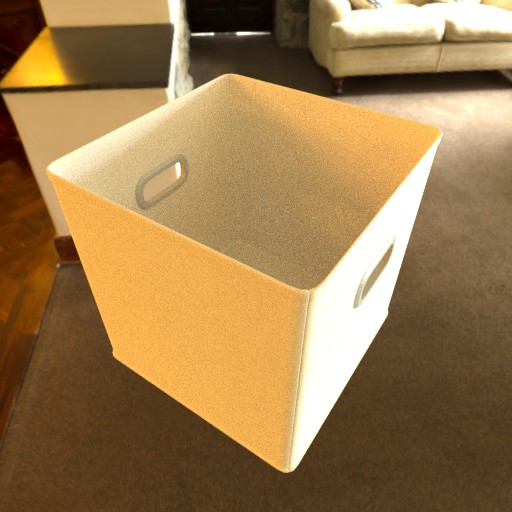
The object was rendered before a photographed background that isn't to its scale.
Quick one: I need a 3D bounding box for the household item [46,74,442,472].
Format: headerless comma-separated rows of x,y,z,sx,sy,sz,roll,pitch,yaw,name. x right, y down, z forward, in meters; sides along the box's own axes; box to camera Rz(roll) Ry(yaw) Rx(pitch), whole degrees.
0.000,0.000,0.560,0.305,0.305,0.305,25,48,25,household item
